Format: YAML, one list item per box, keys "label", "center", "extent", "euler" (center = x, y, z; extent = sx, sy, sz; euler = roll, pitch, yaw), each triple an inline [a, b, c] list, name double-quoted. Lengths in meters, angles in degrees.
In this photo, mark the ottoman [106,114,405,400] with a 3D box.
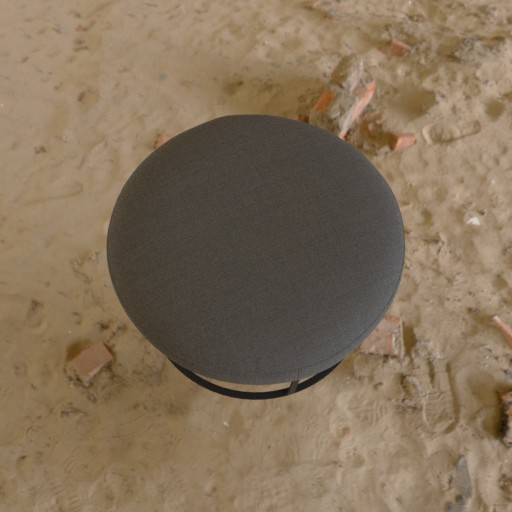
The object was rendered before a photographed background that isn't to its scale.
- label: "ottoman"
  center: [0.000, 0.000, 1.283]
  extent: [0.772, 0.460, 0.772]
  euler: [0, 63, 0]
